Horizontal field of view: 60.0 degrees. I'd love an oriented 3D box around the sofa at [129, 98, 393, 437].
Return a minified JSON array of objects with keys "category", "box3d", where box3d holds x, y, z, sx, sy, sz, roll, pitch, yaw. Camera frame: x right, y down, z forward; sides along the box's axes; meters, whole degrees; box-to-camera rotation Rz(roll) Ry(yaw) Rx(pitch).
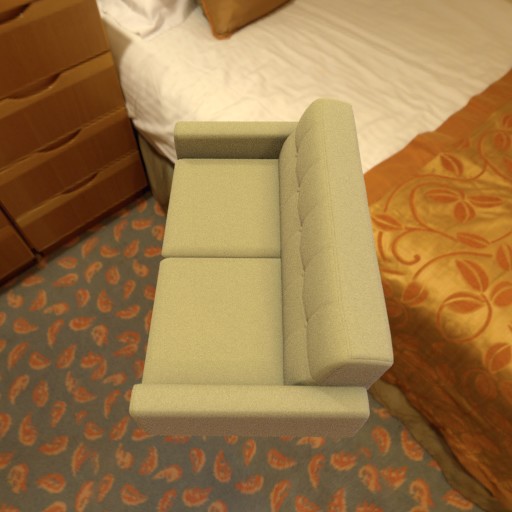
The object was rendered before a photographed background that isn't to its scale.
[{"category":"sofa","box3d":[0.000,0.000,2.248,0.980,0.892,1.655,0,57,0]}]
